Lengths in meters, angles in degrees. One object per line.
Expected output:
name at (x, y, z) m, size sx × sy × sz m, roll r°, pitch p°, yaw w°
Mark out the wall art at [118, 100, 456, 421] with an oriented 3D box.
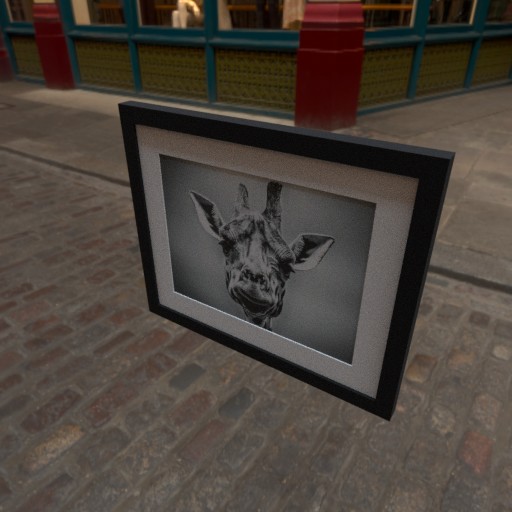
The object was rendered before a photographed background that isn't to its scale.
wall art at (0.000, 0.000, 0.774) m, size 0.558 × 0.457 × 0.031 m, roll 18°, pitch 35°, yaw 28°
